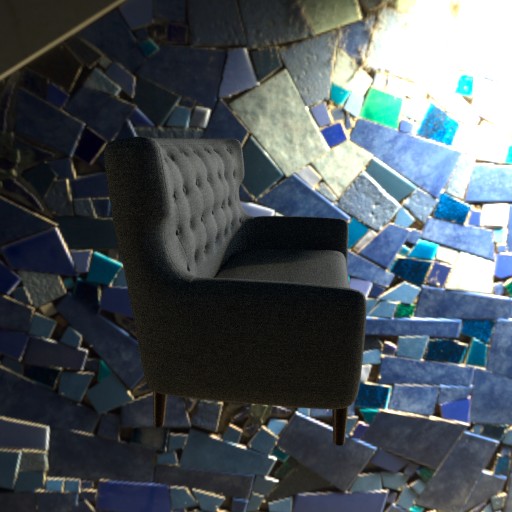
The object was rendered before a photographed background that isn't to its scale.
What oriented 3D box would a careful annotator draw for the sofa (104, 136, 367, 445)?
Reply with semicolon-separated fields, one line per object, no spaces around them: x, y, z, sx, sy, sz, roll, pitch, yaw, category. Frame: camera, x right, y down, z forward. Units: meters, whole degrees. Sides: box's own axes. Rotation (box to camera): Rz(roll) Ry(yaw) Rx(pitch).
0.000;0.000;1.993;0.874;1.028;1.358;2;15;9;sofa
